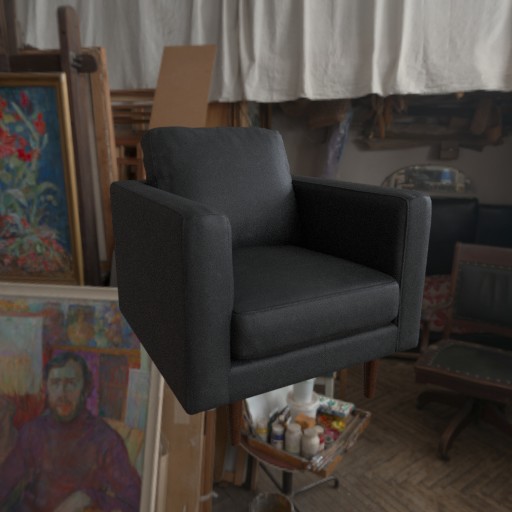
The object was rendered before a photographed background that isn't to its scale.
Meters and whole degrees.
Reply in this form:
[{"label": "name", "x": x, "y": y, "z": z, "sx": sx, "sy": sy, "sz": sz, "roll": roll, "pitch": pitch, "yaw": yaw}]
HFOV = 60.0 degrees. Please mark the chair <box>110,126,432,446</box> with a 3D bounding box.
[{"label": "chair", "x": 0.000, "y": 0.000, "z": 1.578, "sx": 0.831, "sy": 0.898, "sz": 0.879, "roll": -8, "pitch": 17, "yaw": -28}]
